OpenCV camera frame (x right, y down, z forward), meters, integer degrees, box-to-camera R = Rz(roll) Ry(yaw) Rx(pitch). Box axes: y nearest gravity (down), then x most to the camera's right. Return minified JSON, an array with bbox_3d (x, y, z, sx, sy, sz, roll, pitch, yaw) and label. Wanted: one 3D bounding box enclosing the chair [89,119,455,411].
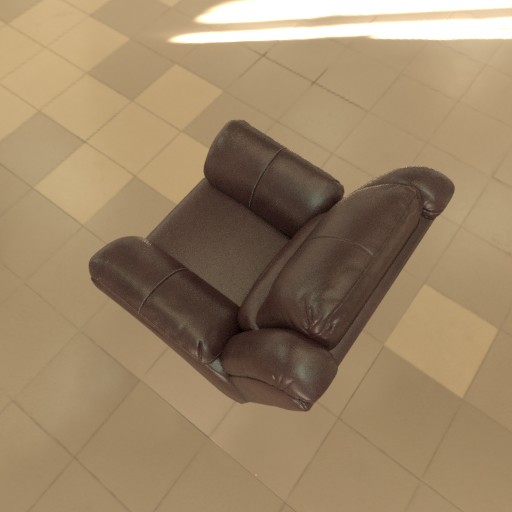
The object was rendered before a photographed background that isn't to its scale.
[{"bbox_3d":[0.000,0.000,1.853,1.041,1.093,0.990,34,68,15],"label":"chair"}]
